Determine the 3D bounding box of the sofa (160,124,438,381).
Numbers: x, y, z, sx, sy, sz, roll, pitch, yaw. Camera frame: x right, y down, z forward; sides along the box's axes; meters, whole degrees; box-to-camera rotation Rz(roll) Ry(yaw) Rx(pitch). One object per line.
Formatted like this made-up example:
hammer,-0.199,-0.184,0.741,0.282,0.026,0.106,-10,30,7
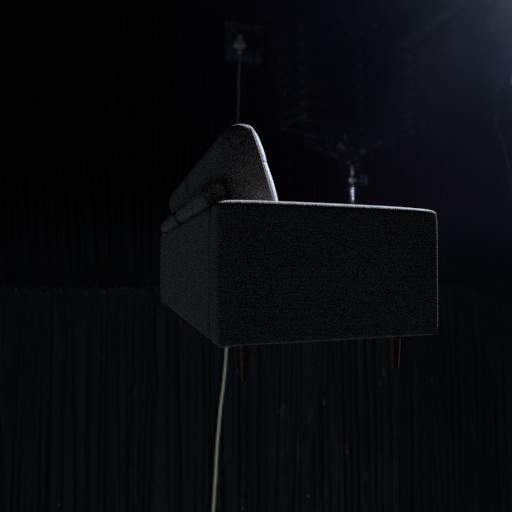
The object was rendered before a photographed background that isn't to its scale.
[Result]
sofa,0.000,0.000,2.362,0.863,0.902,1.821,0,-1,-18
